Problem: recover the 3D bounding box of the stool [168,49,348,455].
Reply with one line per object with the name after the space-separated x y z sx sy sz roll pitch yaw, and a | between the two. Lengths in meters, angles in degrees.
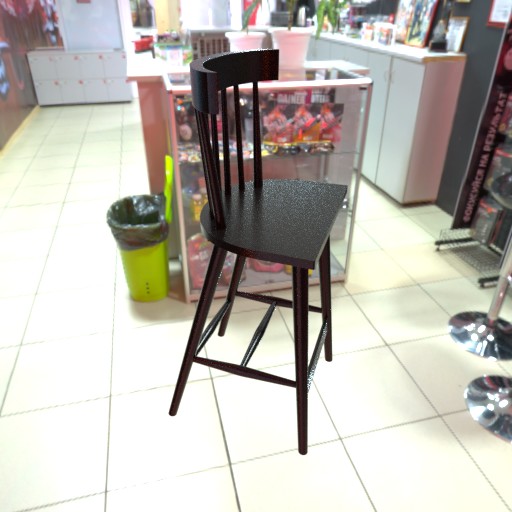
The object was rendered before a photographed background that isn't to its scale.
0.000 0.000 1.335 0.483 1.092 0.482 10 32 16 | stool
